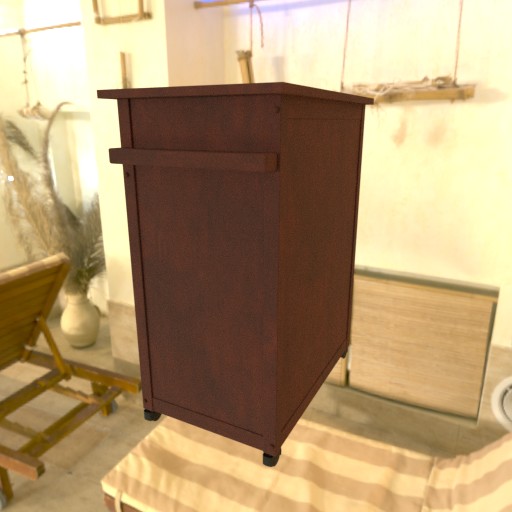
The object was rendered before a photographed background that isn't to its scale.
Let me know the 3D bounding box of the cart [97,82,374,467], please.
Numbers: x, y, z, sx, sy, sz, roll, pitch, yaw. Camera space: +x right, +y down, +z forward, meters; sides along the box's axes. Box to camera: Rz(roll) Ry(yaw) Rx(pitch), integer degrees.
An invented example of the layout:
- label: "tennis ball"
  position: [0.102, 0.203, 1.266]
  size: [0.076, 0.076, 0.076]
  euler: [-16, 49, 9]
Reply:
- label: "cart"
  position: [0.000, 0.000, 1.261]
  size: [0.442, 0.864, 0.683]
  euler: [9, 19, 26]
